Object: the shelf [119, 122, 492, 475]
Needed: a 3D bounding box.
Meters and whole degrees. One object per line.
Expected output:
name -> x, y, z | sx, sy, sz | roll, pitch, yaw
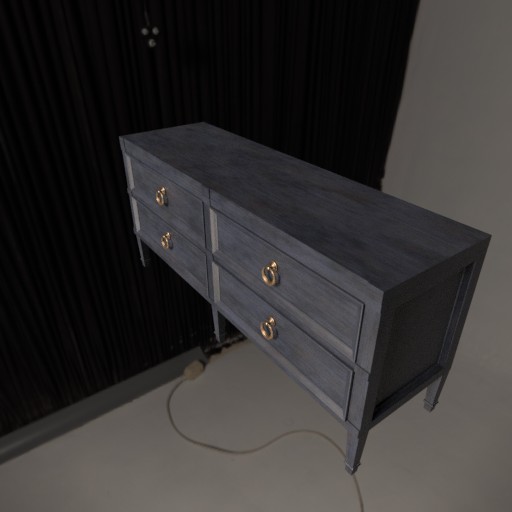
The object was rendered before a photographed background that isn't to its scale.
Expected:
shelf -> 0.000, 0.000, 1.846 | 0.479, 0.719, 1.575 | -21, 36, -31
